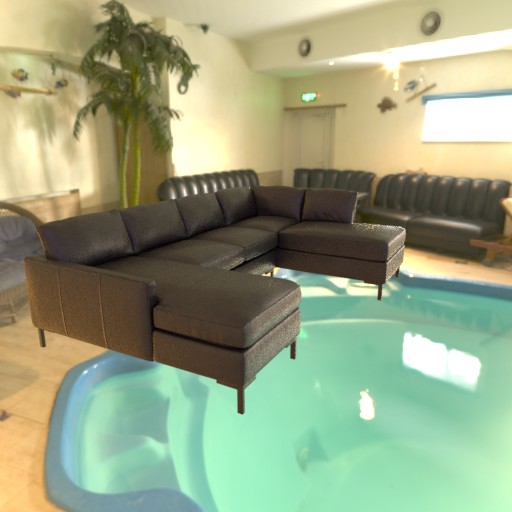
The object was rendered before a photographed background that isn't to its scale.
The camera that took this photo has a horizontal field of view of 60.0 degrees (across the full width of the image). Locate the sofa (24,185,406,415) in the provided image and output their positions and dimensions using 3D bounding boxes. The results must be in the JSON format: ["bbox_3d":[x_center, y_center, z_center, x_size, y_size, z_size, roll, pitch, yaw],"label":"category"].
[{"bbox_3d":[0.000,0.000,3.783,1.939,0.900,2.956,8,17,28],"label":"sofa"}]
